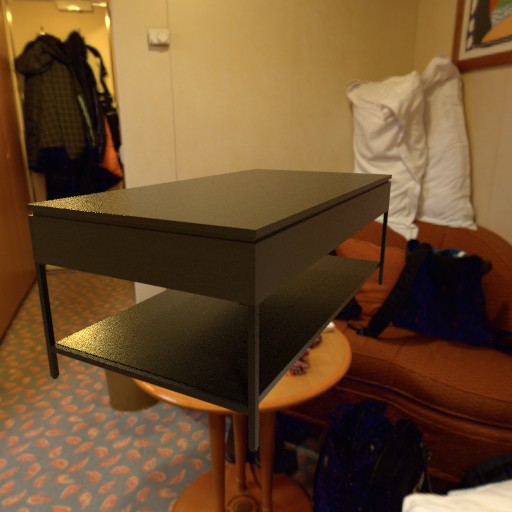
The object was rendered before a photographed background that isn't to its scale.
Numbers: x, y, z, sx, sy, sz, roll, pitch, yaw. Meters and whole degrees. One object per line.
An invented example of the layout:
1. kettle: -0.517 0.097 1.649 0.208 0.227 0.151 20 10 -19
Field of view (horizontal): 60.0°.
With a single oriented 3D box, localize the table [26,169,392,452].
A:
1. table: 0.000 0.000 1.375 0.574 0.435 1.095 8 18 27
